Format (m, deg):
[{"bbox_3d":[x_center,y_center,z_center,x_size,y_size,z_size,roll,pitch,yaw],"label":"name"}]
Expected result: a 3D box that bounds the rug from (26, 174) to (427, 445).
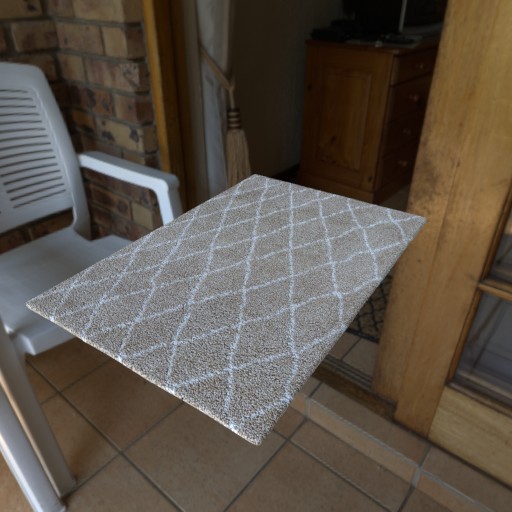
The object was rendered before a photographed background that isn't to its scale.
[{"bbox_3d":[0.000,0.000,2.256,1.219,0.030,1.778,20,37,28],"label":"rug"}]
